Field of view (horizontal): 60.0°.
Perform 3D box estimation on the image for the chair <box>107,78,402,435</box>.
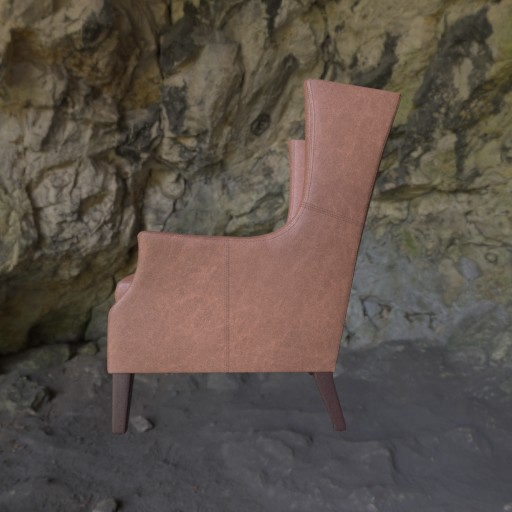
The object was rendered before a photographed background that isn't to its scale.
[{"bbox_3d":[0.000,0.000,1.715,0.913,1.088,0.815,0,-1,0],"label":"chair"}]
